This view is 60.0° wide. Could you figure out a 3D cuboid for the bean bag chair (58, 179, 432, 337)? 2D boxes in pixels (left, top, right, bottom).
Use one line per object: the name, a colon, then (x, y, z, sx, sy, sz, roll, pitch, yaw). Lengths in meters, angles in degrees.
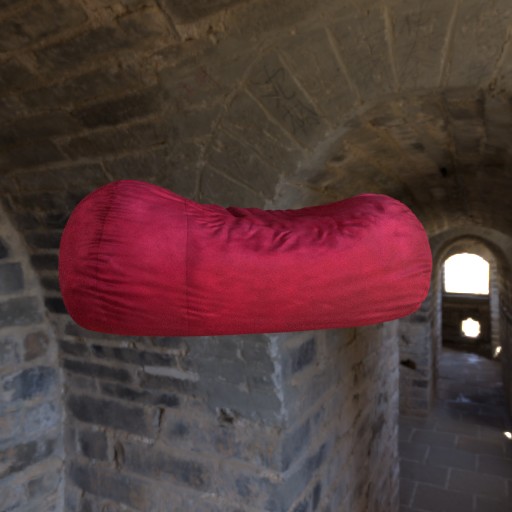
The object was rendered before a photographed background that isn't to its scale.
bean bag chair: (0.000, 0.000, 2.819, 2.293, 0.867, 1.216, 0, -1, -19)
